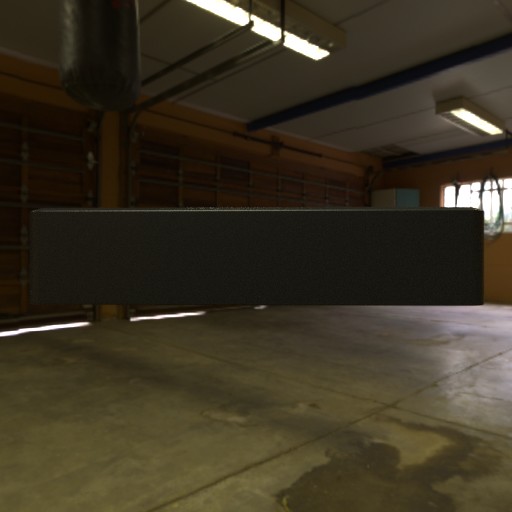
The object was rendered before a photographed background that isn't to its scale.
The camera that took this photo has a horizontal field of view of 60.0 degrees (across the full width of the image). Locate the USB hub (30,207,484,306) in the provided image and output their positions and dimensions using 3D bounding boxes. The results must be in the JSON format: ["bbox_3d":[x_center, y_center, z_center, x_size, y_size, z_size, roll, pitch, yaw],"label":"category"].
[{"bbox_3d":[0.000,0.000,0.125,0.110,0.023,0.044,0,0,2],"label":"USB hub"}]
